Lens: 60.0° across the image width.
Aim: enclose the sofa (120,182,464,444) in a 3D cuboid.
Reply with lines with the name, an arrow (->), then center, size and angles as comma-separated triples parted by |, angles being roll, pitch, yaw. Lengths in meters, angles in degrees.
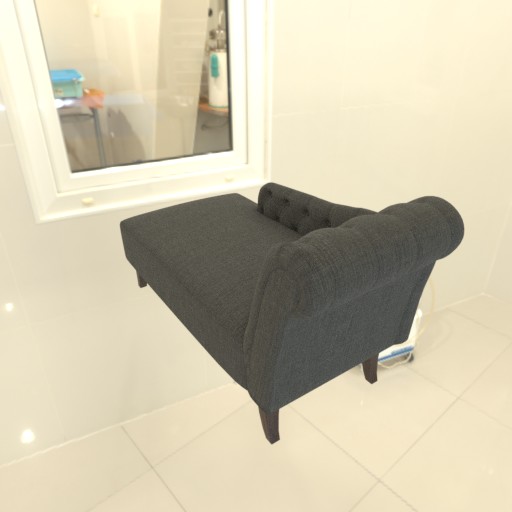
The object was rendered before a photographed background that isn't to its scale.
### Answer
sofa -> 0.000, 0.000, 1.796 | 0.675, 0.787, 1.379 | -19, 34, -30
